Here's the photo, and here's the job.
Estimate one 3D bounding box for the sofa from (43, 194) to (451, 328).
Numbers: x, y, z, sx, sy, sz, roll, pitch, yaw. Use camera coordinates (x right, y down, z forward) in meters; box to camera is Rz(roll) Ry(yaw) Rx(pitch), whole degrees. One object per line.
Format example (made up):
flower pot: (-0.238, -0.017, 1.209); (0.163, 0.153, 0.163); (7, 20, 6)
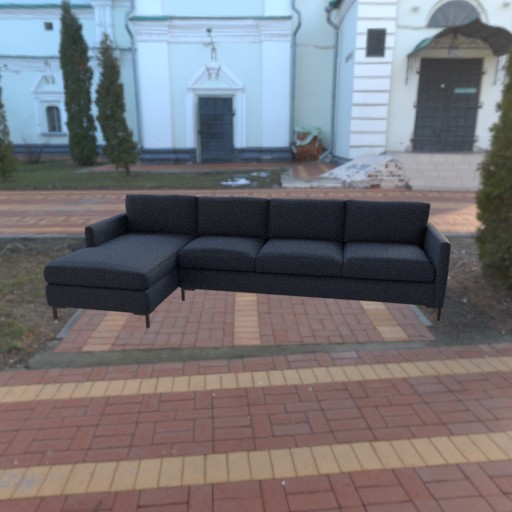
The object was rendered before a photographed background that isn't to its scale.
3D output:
sofa: (0.000, 0.000, 2.979); (2.445, 0.673, 1.125); (3, 16, 11)
